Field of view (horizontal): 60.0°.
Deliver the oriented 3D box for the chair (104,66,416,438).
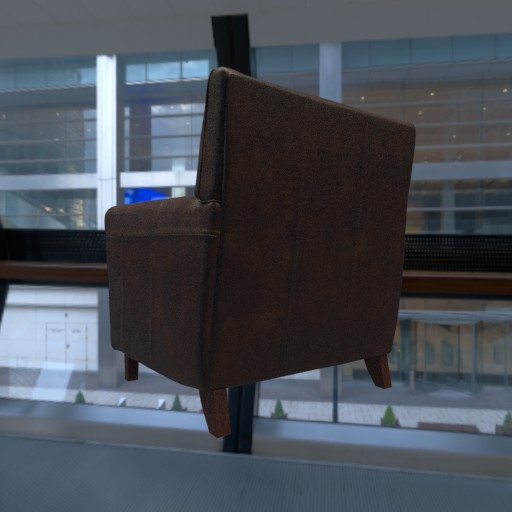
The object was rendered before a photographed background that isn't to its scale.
[{"bbox_3d":[0.000,0.000,1.622,0.870,0.943,0.823,0,0,-37],"label":"chair"}]
